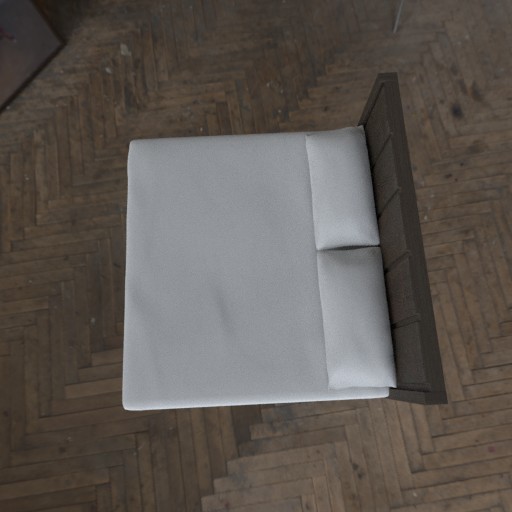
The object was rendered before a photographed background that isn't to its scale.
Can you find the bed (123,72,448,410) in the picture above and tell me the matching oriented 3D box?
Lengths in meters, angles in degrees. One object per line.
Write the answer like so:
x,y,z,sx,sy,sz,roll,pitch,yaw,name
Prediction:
0.000,0.000,3.315,2.012,1.270,2.134,-3,75,-1,bed
